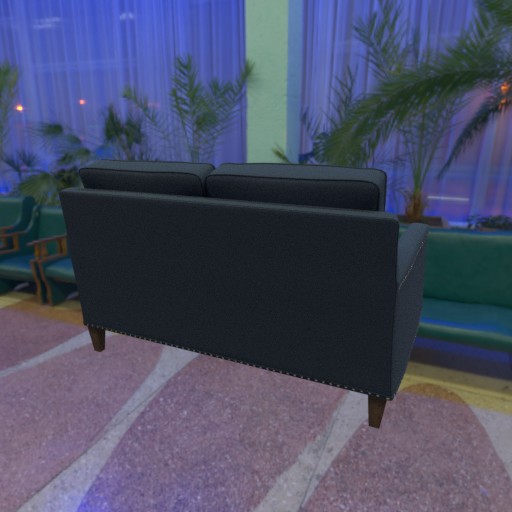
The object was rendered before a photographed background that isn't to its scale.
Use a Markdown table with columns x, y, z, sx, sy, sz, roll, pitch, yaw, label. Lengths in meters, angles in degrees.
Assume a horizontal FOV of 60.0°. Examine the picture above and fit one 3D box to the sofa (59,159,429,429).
| x | y | z | sx | sy | sz | roll | pitch | yaw | label |
| --- | --- | --- | --- | --- | --- | --- | --- | --- | --- |
| 0.000 | 0.000 | 2.269 | 1.597 | 1.003 | 1.084 | 8 | 18 | 24 | sofa |
